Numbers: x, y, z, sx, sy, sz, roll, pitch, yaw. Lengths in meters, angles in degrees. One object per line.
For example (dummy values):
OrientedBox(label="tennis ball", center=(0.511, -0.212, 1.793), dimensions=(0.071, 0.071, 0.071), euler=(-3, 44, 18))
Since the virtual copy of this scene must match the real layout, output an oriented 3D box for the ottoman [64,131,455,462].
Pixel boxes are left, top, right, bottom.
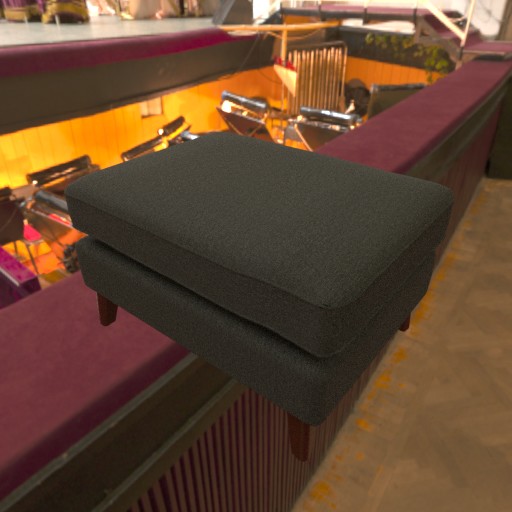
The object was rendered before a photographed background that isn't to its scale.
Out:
OrientedBox(label="ottoman", center=(0.000, 0.000, 1.245), dimensions=(0.835, 0.503, 0.629), euler=(23, 38, 32))
